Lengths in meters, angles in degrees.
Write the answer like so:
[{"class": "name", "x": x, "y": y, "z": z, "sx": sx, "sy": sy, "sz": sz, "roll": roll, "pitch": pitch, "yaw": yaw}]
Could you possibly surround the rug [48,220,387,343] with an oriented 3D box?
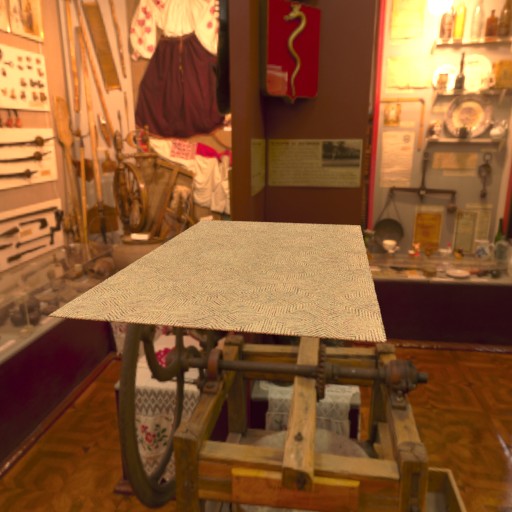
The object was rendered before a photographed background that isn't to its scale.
[{"class": "rug", "x": 0.000, "y": 0.000, "z": 3.069, "sx": 1.519, "sy": 0.007, "sz": 2.428, "roll": 3, "pitch": 15, "yaw": 10}]
